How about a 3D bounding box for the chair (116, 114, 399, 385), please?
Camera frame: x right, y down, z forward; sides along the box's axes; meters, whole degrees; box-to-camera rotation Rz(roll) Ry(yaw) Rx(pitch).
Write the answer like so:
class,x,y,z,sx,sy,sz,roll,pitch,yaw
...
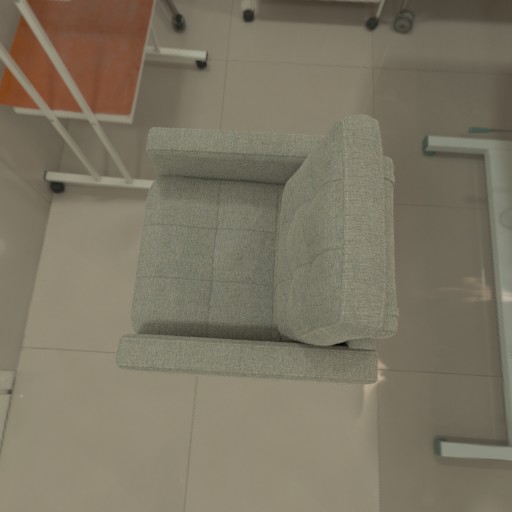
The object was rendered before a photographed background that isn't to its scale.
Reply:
class,x,y,z,sx,sy,sz,roll,pitch,yaw
chair,0.000,0.000,1.537,0.843,0.880,0.821,3,74,1
